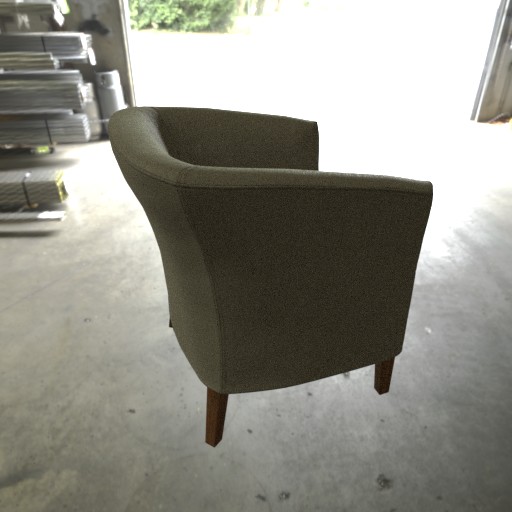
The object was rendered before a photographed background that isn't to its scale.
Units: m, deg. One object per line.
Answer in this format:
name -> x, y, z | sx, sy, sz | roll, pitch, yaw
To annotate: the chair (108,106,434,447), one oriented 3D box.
chair -> 0.000, 0.000, 1.237 | 0.668, 0.771, 0.600 | -11, 33, -17
